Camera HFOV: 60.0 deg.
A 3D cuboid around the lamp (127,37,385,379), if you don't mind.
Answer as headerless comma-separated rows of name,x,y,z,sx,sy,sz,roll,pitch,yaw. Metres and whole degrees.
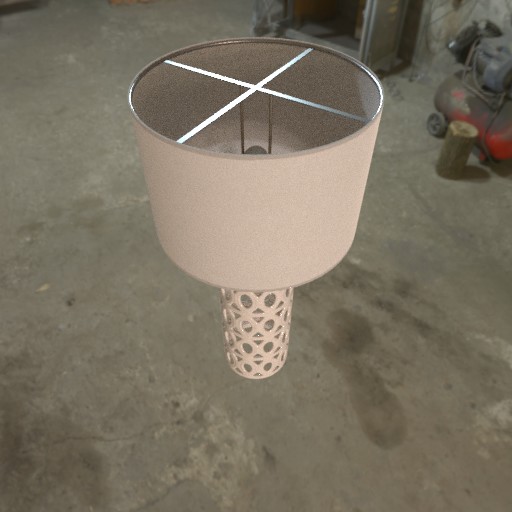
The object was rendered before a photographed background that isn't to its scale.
lamp,0.000,0.000,0.800,0.325,0.636,0.324,25,51,22
